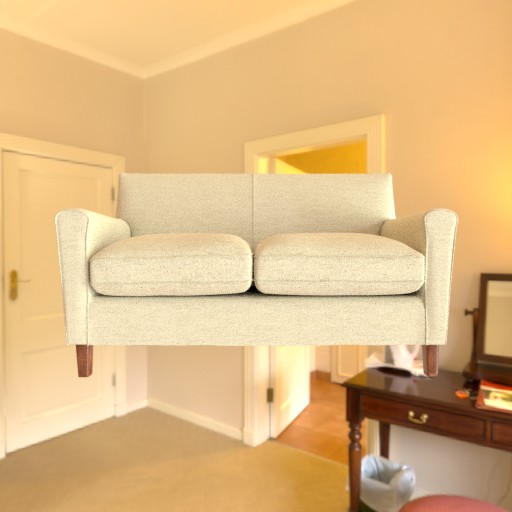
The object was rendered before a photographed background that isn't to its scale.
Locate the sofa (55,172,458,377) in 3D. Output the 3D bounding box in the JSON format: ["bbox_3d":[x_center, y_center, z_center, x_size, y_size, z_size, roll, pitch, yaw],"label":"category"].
[{"bbox_3d":[0.000,0.000,2.014,1.482,0.892,0.891,0,1,0],"label":"sofa"}]
